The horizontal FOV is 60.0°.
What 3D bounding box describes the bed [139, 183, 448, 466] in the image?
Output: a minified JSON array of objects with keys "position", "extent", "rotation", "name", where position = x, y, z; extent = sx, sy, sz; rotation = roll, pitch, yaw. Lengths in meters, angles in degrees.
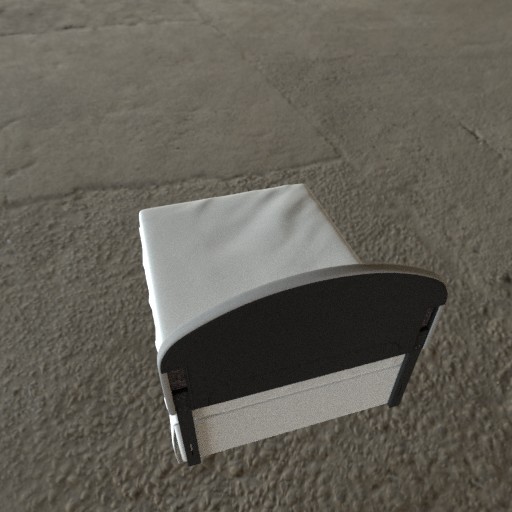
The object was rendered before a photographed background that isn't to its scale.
[{"position":[0.000,0.000,3.117],"extent":[1.607,1.410,2.005],"rotation":[-11,42,-12],"name":"bed"}]
